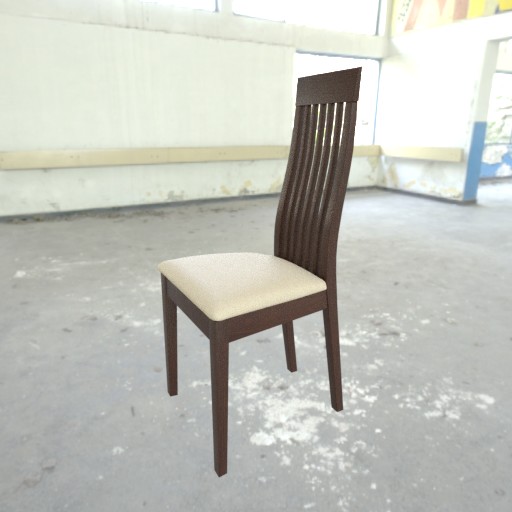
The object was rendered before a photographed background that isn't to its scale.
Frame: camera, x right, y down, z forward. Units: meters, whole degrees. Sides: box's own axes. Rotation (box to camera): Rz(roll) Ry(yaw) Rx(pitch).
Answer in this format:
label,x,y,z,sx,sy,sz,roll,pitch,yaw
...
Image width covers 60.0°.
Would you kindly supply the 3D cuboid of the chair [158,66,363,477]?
label,x,y,z,sx,sy,sz,roll,pitch,yaw
chair,0.000,0.000,1.301,0.474,1.027,0.460,-8,18,-27
